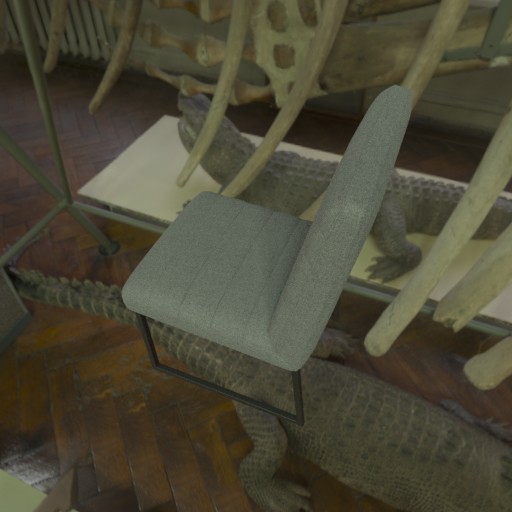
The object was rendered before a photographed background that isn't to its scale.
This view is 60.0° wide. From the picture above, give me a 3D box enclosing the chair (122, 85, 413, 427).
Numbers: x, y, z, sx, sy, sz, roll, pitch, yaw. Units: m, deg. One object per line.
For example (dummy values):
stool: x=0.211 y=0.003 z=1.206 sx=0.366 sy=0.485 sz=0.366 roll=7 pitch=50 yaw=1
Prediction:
chair: x=0.000 y=0.000 z=1.302 sx=0.634 sy=0.930 sz=0.520 roll=16 pitch=48 yaw=15
